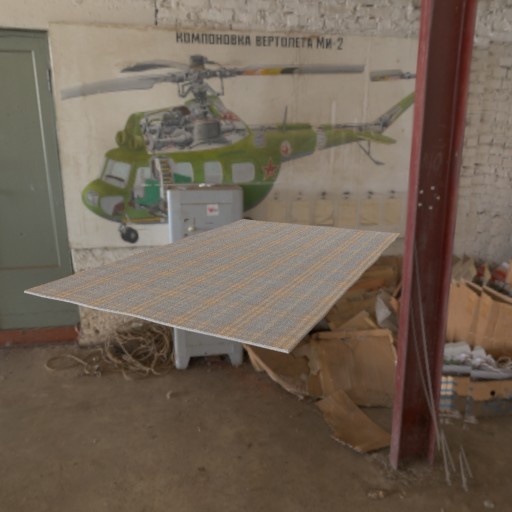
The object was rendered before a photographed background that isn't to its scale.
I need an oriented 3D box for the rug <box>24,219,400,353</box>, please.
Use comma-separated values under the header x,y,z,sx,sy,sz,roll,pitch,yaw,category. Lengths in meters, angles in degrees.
x,y,z,sx,sy,sz,roll,pitch,yaw,category
0.000,0.000,3.088,1.545,0.016,2.460,7,16,26,rug
